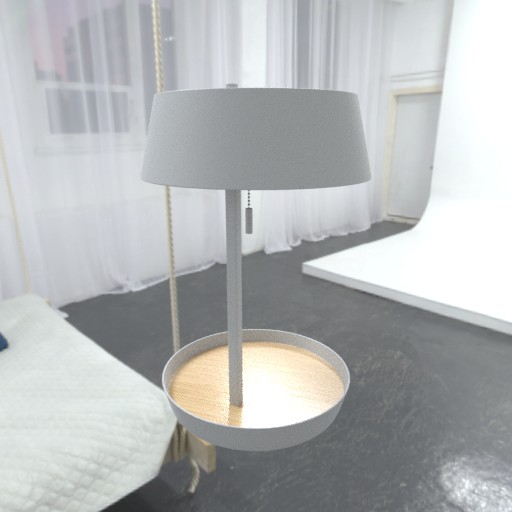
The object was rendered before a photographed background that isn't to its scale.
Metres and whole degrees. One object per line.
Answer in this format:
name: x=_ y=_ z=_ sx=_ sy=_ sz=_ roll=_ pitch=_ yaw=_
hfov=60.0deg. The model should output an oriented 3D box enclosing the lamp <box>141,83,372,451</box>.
lamp: x=0.000 y=0.000 z=0.605 sx=0.291 sy=0.429 sz=0.291 roll=0 pitch=16 yaw=0
